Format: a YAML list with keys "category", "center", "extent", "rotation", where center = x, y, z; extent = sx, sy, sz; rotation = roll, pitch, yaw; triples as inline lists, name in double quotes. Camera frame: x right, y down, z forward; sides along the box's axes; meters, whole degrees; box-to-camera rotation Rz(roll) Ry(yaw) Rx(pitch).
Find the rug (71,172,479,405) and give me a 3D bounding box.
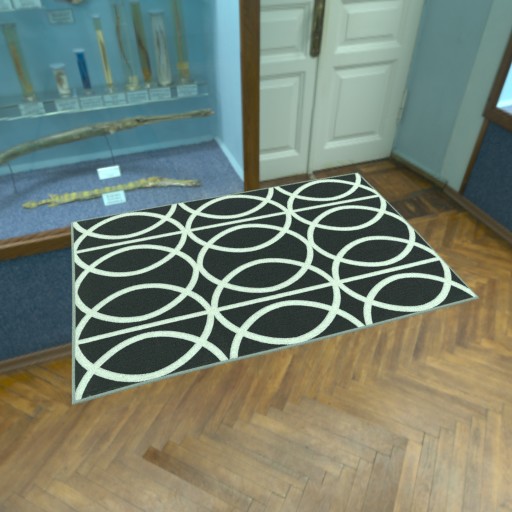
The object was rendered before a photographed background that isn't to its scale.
- category: "rug"
  center: [0.000, 0.000, 2.884]
  extent: [2.290, 0.014, 1.526]
  rotation: [-12, 42, -13]
